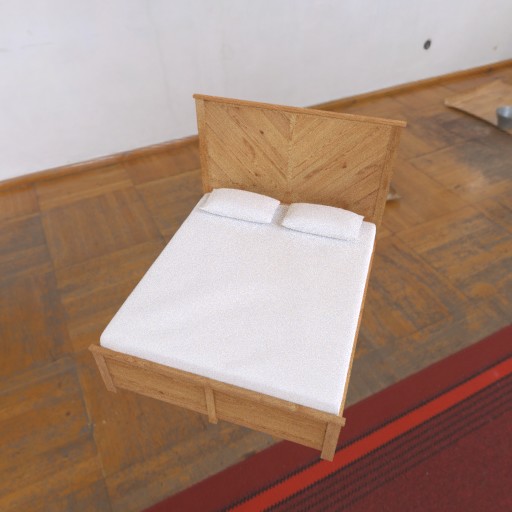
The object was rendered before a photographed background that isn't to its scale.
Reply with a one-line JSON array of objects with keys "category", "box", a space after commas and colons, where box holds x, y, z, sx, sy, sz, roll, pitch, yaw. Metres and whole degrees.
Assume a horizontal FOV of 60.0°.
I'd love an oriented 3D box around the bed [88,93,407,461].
[{"category": "bed", "box": [0.000, 0.000, 4.266, 2.225, 1.938, 2.530, 12, 43, 13]}]
